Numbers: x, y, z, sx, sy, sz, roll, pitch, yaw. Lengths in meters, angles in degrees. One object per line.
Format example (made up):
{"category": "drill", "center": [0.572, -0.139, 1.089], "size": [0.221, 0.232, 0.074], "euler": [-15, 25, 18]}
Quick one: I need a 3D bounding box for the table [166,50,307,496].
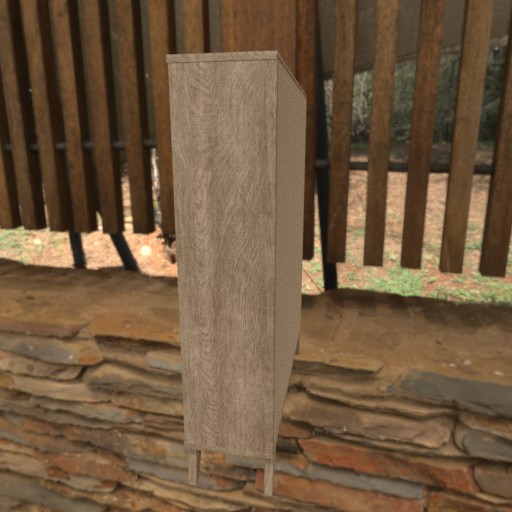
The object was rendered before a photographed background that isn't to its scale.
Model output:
{"category": "table", "center": [0.000, 0.000, 1.535], "size": [0.256, 1.135, 0.902], "euler": [3, 14, 10]}
